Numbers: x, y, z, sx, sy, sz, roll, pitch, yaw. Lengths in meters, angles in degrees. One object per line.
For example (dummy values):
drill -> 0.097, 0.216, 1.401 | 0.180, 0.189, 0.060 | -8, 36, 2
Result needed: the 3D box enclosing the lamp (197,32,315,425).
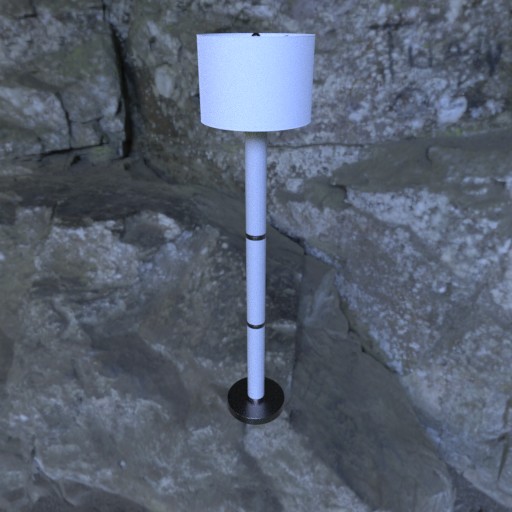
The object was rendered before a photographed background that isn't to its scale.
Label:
lamp -> 0.000, 0.000, 1.776 | 0.377, 1.599, 0.377 | 19, 33, 32
